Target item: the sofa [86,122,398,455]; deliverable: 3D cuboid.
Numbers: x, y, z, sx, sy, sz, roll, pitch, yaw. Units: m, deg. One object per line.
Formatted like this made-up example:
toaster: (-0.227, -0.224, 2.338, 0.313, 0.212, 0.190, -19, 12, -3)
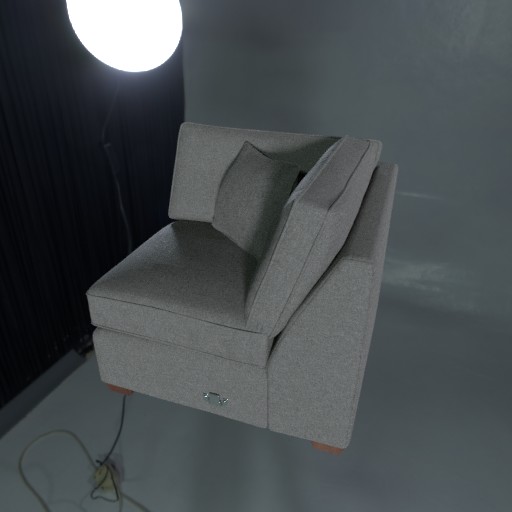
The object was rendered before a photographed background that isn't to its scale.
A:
sofa: (0.000, 0.000, 1.982, 1.084, 1.002, 1.146, 9, 28, 17)
